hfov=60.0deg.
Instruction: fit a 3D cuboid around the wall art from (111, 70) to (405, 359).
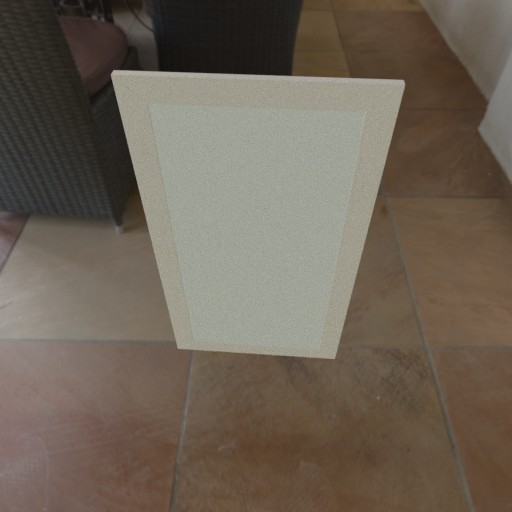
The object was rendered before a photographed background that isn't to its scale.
[{"bbox_3d":[0.000,0.000,0.825,0.380,0.683,0.013,3,47,3],"label":"wall art"}]
